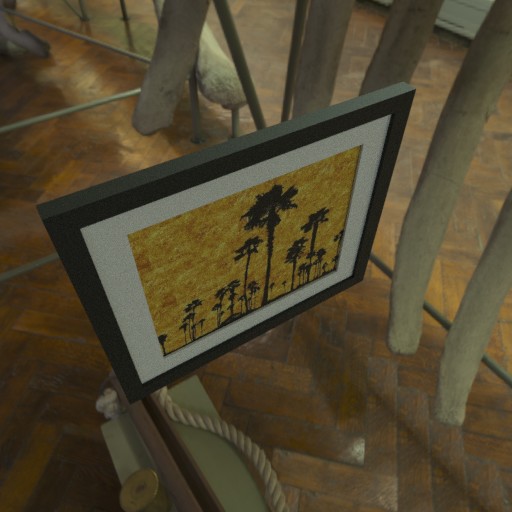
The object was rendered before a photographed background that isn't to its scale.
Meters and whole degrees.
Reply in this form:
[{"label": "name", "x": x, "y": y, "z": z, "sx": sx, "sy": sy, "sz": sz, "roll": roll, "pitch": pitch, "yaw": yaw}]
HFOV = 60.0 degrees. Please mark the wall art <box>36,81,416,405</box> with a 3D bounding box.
[{"label": "wall art", "x": 0.000, "y": 0.000, "z": 0.753, "sx": 0.561, "sy": 0.460, "sz": 0.028, "roll": -25, "pitch": 52, "yaw": -21}]
